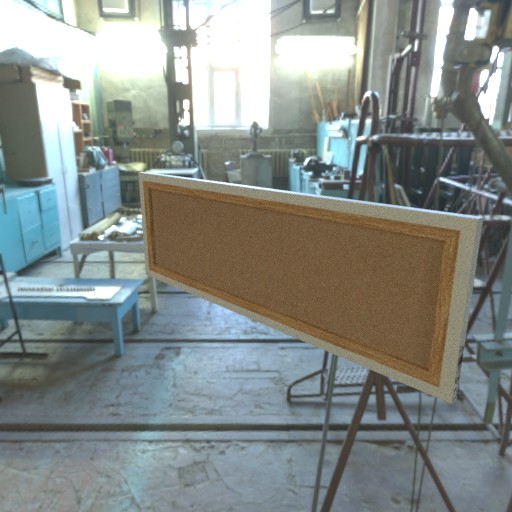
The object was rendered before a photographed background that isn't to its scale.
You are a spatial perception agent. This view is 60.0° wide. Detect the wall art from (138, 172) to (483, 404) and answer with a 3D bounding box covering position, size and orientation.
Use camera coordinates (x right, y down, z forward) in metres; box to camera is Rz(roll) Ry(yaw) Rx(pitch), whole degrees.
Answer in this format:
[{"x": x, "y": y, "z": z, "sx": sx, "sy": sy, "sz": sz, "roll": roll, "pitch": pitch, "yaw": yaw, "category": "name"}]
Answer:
[{"x": 0.000, "y": 0.000, "z": 1.647, "sx": 1.520, "sy": 0.507, "sz": 0.039, "roll": 16, "pitch": 23, "yaw": 43, "category": "wall art"}]
